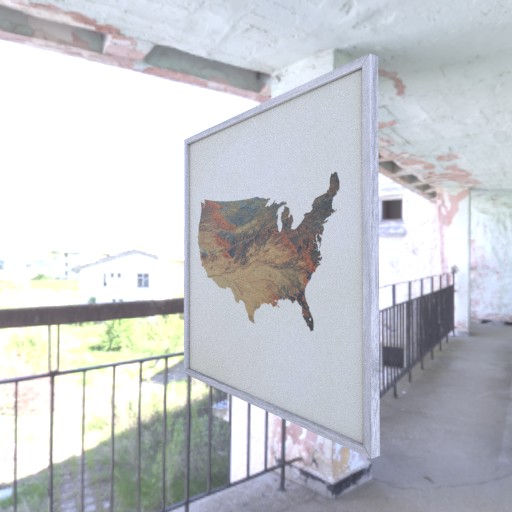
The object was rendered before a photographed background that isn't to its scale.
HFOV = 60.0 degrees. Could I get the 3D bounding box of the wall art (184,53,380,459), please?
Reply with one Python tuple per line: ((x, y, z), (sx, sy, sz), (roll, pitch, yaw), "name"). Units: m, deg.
((0.000, 0.000, 0.762), (0.016, 0.507, 0.508), (0, 0, -36), "wall art")
